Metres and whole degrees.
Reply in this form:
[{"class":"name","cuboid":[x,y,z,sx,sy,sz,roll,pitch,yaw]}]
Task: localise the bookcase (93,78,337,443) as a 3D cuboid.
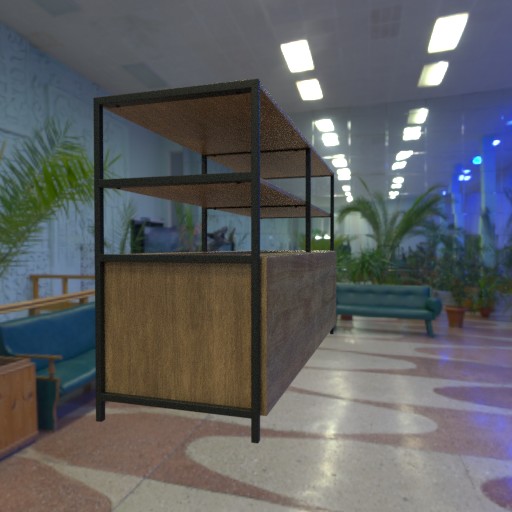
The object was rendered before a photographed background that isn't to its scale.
[{"class":"bookcase","cuboid":[0.000,0.000,1.464,0.391,0.712,1.149,0,1,17]}]
